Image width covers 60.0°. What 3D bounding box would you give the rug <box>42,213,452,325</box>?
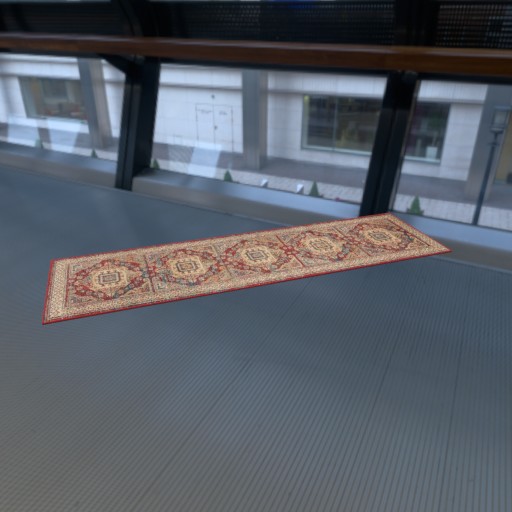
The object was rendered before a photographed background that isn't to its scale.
[{"bbox_3d":[0.000,0.000,2.630,2.292,0.015,0.659,-9,28,-17],"label":"rug"}]
